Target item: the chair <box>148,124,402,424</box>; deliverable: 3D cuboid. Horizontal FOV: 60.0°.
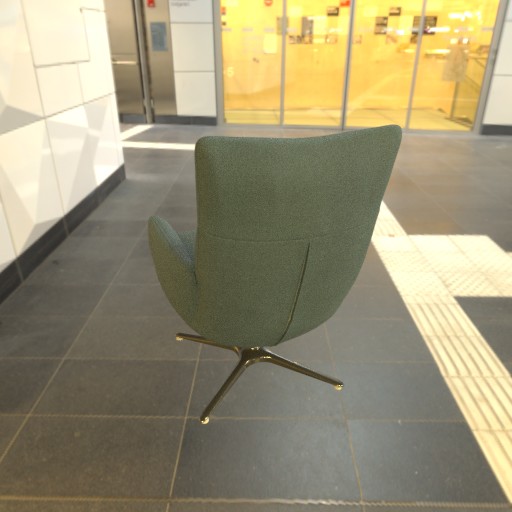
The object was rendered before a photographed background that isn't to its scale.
[{"bbox_3d":[0.000,0.000,1.598,0.711,1.016,0.889,-8,27,-17],"label":"chair"}]
